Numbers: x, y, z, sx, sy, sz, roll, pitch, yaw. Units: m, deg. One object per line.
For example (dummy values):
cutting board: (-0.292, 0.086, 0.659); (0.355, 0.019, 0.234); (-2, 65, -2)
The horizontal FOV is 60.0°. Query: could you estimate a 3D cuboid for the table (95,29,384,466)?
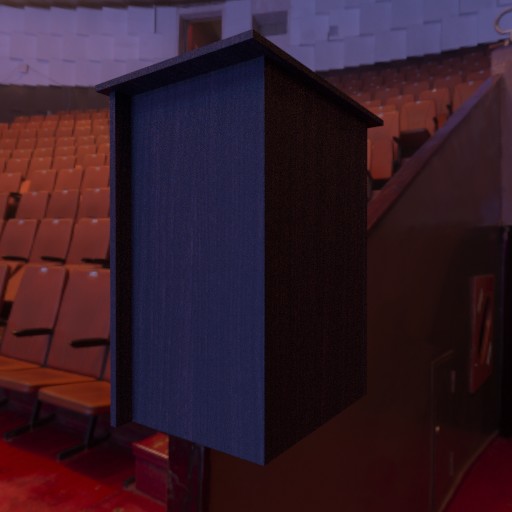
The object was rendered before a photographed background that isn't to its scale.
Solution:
table: (0.000, 0.000, 1.048); (0.406, 0.711, 0.591); (0, 1, 35)
